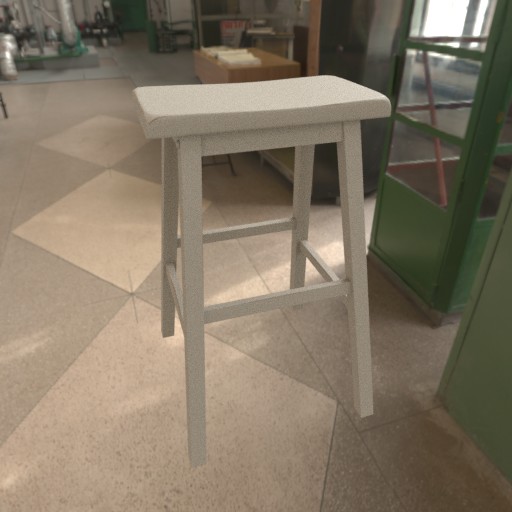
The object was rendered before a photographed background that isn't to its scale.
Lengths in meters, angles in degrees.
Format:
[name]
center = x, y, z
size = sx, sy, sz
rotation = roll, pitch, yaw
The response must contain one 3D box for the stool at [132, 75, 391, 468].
[stool]
center = 0.000, 0.000, 1.038
size = 0.457, 0.737, 0.476
rotation = -10, 33, -15
